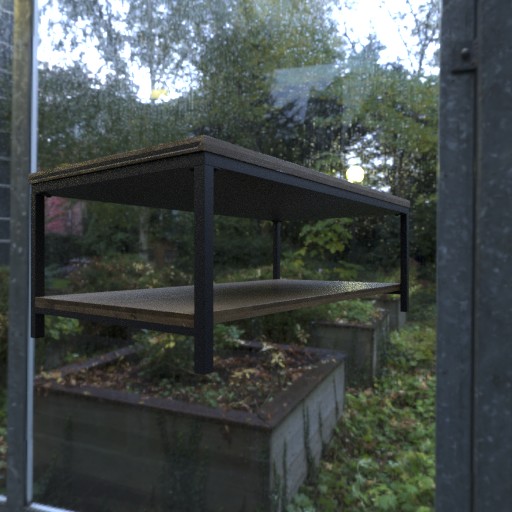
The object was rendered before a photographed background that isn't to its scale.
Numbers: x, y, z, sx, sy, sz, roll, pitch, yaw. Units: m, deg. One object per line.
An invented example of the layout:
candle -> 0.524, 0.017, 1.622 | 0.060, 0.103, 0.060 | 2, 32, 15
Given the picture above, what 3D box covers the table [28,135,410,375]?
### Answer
table -> 0.000, 0.000, 1.319 | 0.574, 0.393, 1.062 | 0, 0, 37
